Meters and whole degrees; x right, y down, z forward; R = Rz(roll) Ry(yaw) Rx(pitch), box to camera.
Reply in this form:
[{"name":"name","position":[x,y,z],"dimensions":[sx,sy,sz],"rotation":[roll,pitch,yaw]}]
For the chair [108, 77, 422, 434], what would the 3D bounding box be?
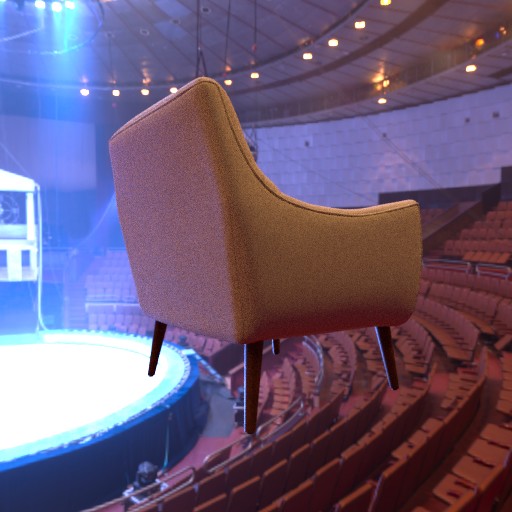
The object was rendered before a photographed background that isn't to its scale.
[{"name":"chair","position":[0.000,0.000,1.433],"dimensions":[0.787,0.838,0.762],"rotation":[-1,1,-36]}]
